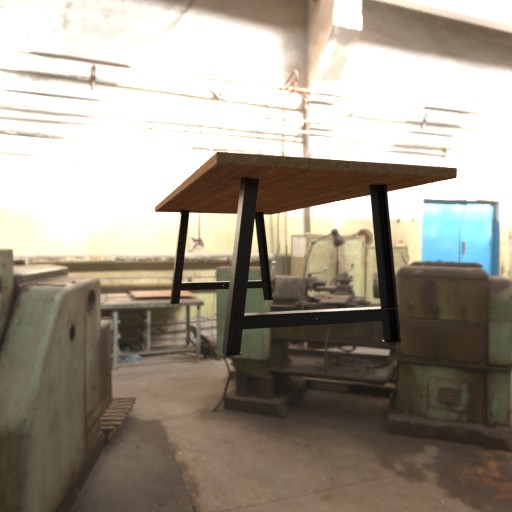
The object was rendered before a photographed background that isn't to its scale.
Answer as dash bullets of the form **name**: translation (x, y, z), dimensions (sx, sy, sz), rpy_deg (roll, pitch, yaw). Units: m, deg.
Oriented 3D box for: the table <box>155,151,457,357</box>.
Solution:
- **table**: translation (0.000, 0.000, 2.694), dimensions (1.000, 0.757, 2.200), rpy_deg (0, 1, -18)
